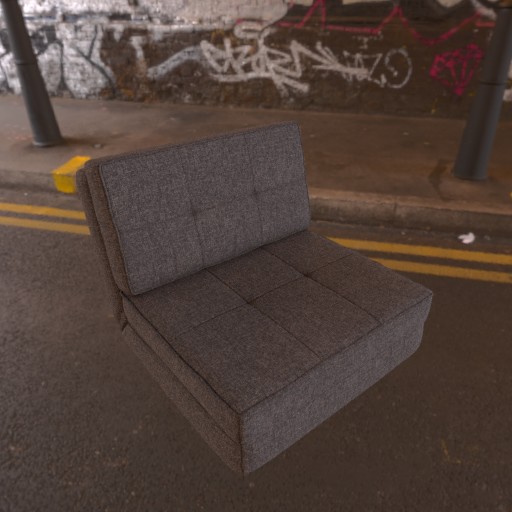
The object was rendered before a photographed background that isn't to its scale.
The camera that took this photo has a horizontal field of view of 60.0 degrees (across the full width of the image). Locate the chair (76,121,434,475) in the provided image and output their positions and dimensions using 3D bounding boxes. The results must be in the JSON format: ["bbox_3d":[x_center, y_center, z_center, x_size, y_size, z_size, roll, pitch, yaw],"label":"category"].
[{"bbox_3d":[0.000,0.000,1.323,0.740,0.615,0.800,-22,37,-33],"label":"chair"}]
